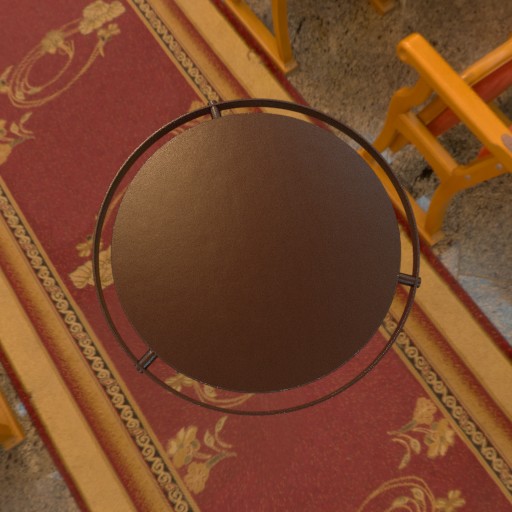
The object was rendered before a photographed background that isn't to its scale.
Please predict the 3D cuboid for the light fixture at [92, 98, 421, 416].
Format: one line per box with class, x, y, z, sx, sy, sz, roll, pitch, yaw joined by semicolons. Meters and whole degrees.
light fixture;0.000;0.000;0.547;0.361;0.130;0.361;0;76;0
